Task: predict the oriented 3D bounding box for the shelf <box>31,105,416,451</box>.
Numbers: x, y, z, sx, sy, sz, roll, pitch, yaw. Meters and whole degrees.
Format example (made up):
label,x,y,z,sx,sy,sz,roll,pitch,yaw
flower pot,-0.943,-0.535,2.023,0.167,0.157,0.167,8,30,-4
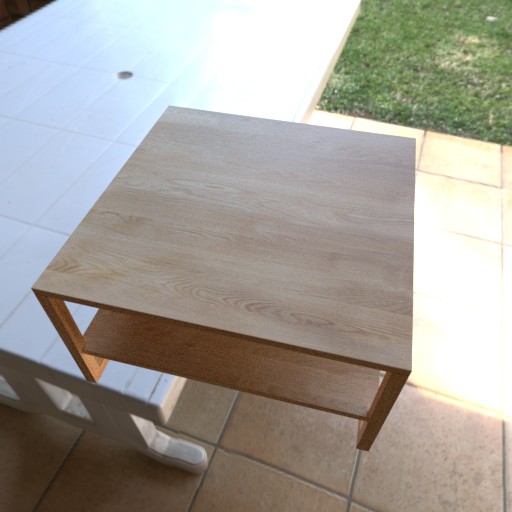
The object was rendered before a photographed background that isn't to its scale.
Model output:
label,x,y,z,sx,sy,sz,roll,pitch,yaw
shelf,0.000,0.000,1.470,0.899,0.480,0.899,11,48,10
